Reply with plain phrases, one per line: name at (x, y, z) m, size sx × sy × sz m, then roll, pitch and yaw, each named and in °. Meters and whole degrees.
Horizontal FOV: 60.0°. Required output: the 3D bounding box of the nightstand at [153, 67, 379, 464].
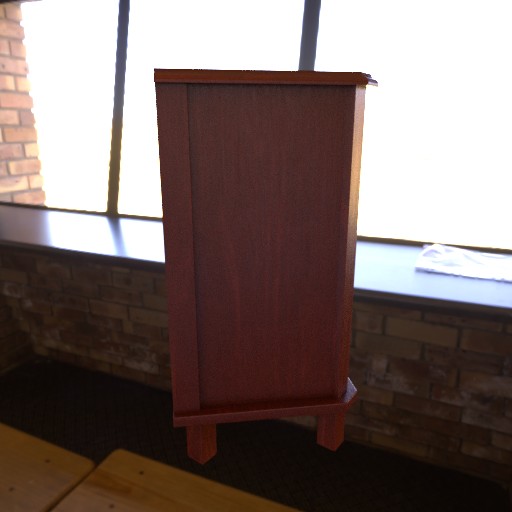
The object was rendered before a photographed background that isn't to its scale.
nightstand at (0.000, 0.000, 0.935) m, size 0.351 × 0.681 × 0.435 m, roll -2°, pitch 16°, yaw -8°
